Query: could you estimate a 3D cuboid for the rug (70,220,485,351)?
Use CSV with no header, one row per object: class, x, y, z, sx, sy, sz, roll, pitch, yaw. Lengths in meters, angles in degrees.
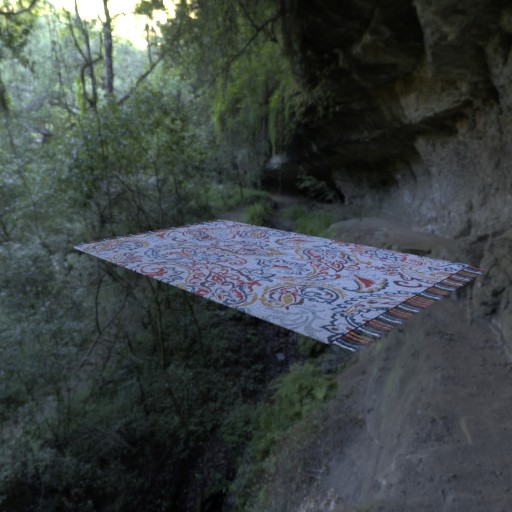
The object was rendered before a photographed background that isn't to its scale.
rug,0.000,0.000,2.427,1.997,0.010,1.218,14,20,42
